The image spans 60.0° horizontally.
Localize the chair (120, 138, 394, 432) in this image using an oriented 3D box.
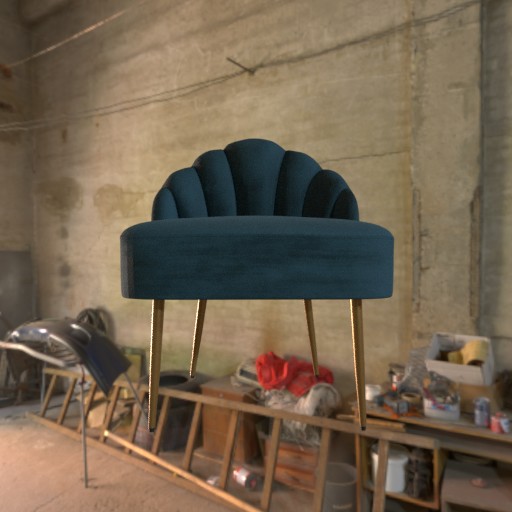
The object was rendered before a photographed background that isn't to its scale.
[{"bbox_3d":[0.000,0.000,1.274,0.657,0.819,0.599,0,0,-1],"label":"chair"}]
